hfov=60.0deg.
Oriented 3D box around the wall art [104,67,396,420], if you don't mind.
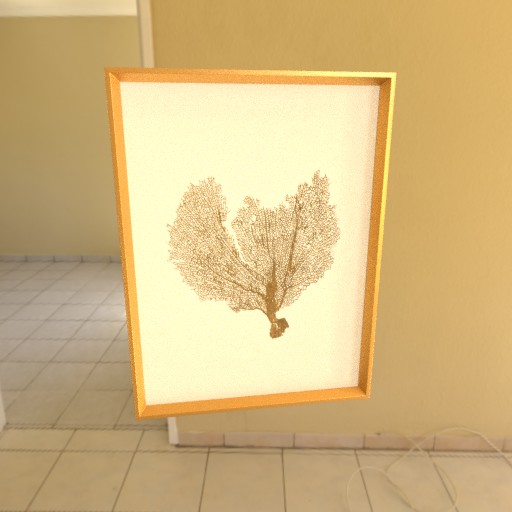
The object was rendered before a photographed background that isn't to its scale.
[{"bbox_3d":[0.000,0.000,1.047,0.610,0.812,0.038,-2,17,-8],"label":"wall art"}]
